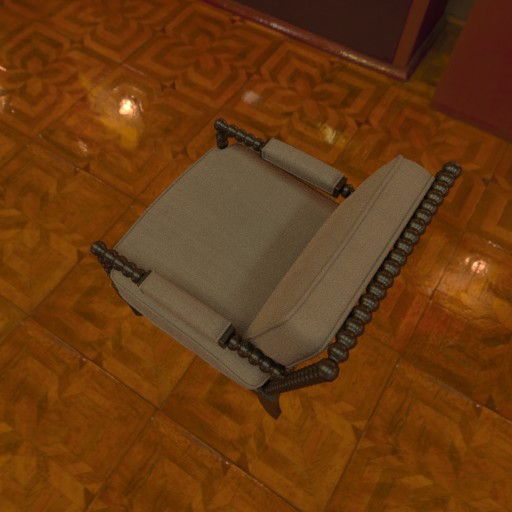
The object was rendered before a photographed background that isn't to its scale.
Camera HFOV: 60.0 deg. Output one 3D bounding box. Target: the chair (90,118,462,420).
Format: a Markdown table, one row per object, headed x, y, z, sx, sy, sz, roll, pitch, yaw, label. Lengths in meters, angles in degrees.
| x | y | z | sx | sy | sz | roll | pitch | yaw | label |
| --- | --- | --- | --- | --- | --- | --- | --- | --- | --- |
| 0.000 | 0.000 | 1.106 | 0.622 | 0.661 | 0.540 | 32 | 67 | 15 | chair |
